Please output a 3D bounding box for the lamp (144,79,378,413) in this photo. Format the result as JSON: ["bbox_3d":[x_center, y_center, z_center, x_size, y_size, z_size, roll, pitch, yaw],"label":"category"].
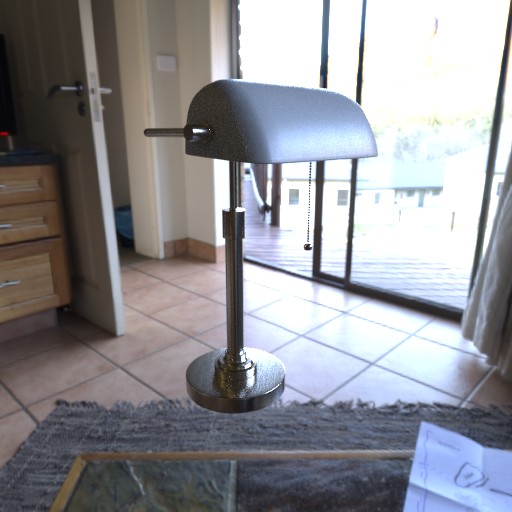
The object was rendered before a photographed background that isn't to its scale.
[{"bbox_3d":[0.000,0.000,0.565,0.269,0.404,0.227,-15,21,-43],"label":"lamp"}]
